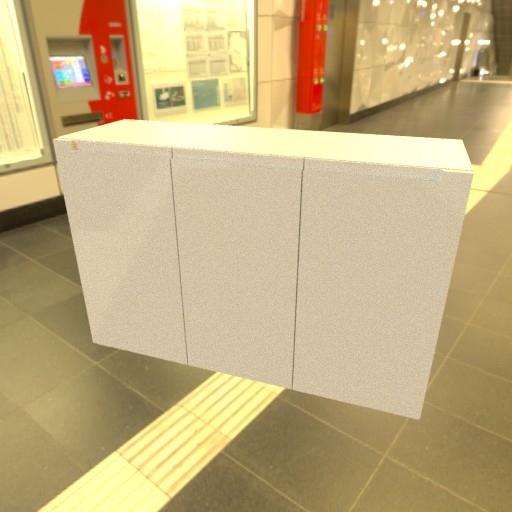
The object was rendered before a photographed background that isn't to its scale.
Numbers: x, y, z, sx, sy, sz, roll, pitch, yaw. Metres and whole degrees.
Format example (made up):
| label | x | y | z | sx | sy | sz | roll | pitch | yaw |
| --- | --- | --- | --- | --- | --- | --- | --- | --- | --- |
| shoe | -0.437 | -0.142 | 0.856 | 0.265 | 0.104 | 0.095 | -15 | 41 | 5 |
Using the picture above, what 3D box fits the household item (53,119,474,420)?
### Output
| label | x | y | z | sx | sy | sz | roll | pitch | yaw |
| --- | --- | --- | --- | --- | --- | --- | --- | --- | --- |
| household item | 0.000 | 0.000 | 1.669 | 1.300 | 0.867 | 0.420 | 9 | 27 | 17 |
